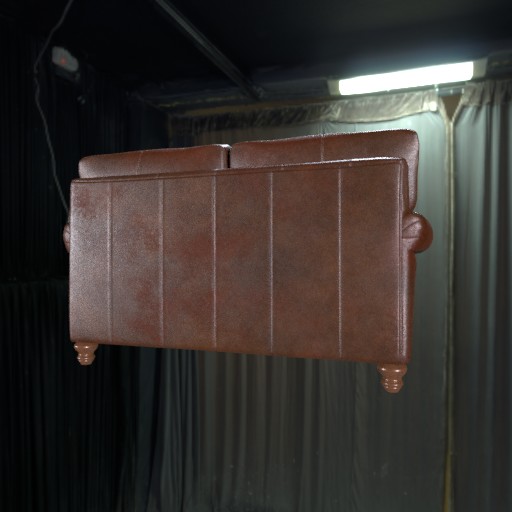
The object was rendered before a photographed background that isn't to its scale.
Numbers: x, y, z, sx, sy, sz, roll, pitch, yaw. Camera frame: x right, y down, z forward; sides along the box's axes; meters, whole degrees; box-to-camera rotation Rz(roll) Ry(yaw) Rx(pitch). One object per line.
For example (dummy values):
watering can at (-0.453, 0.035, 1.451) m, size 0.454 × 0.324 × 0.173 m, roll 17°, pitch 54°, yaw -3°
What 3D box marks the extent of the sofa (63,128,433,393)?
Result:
sofa at (0.000, 0.000, 2.198) m, size 1.616 × 0.976 × 0.990 m, roll 0°, pitch -1°, yaw 18°
